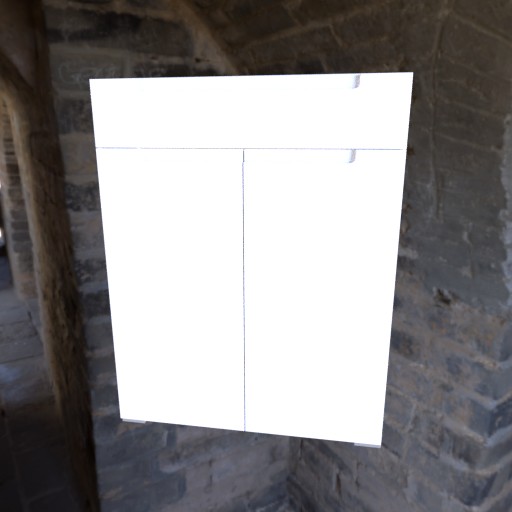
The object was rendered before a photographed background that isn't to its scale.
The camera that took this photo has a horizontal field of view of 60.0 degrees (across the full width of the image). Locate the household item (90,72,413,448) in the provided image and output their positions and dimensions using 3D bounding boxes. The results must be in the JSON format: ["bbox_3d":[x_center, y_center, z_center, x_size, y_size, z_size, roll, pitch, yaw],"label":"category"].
[{"bbox_3d":[0.000,0.000,1.393,0.790,1.010,0.420,2,15,9],"label":"household item"}]
